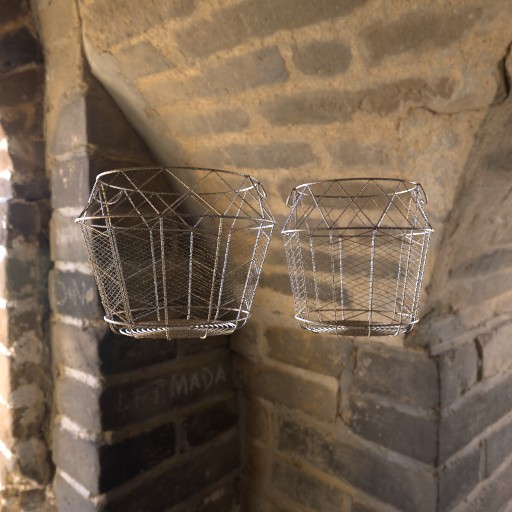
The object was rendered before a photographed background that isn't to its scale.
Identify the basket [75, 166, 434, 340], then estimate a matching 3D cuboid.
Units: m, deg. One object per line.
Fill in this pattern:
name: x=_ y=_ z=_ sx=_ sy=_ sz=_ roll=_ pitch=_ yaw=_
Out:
basket: x=0.000 y=0.000 z=1.033 sx=0.805 sy=0.343 sz=0.451 roll=0 pitch=0 yaw=-1
